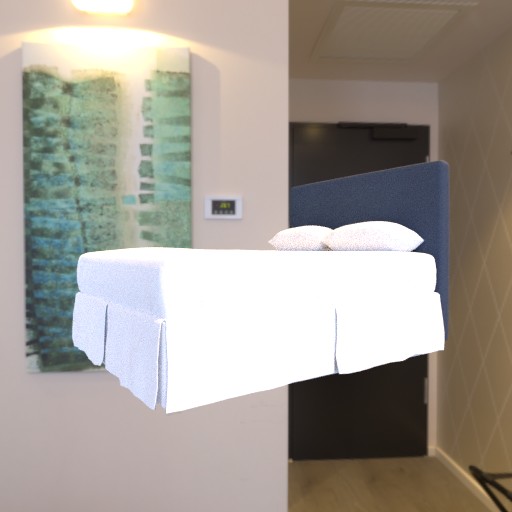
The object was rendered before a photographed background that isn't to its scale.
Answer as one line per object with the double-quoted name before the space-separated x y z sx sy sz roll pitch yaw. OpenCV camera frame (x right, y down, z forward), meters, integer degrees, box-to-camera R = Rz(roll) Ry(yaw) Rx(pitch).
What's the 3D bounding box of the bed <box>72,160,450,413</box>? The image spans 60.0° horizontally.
"bed" 0.000 0.000 3.114 2.162 1.330 1.713 -1 1 -35
